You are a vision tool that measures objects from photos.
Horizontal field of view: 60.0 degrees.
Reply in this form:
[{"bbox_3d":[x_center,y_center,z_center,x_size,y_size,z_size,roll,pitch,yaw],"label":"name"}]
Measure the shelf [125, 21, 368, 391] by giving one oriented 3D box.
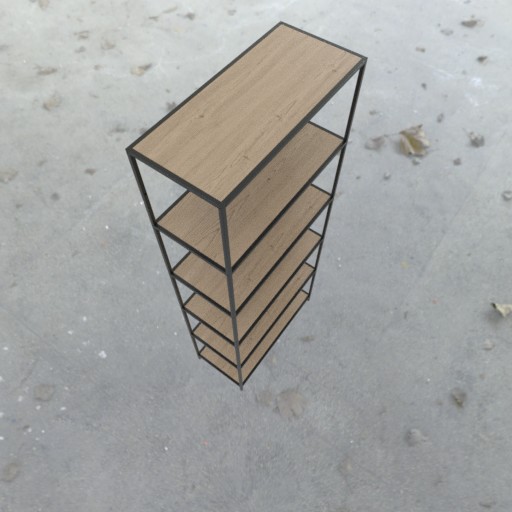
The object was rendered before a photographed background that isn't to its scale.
[{"bbox_3d":[0.000,0.000,2.146,0.350,1.850,0.770,32,64,18],"label":"shelf"}]
